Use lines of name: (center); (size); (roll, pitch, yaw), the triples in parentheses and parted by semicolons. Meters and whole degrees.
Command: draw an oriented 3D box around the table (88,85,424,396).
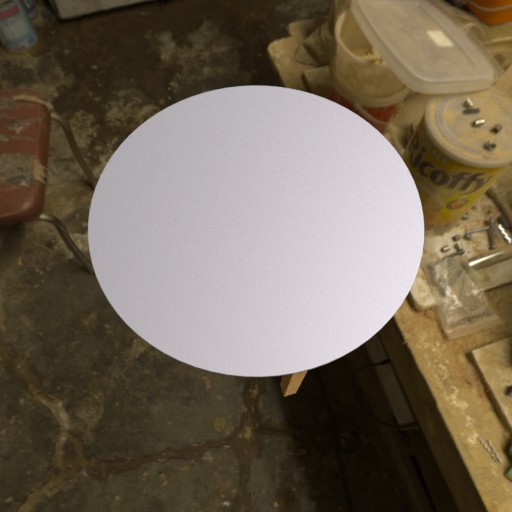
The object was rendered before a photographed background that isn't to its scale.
table: (0.000, 0.000, 0.983); (0.600, 0.405, 0.600); (0, 64, 0)
